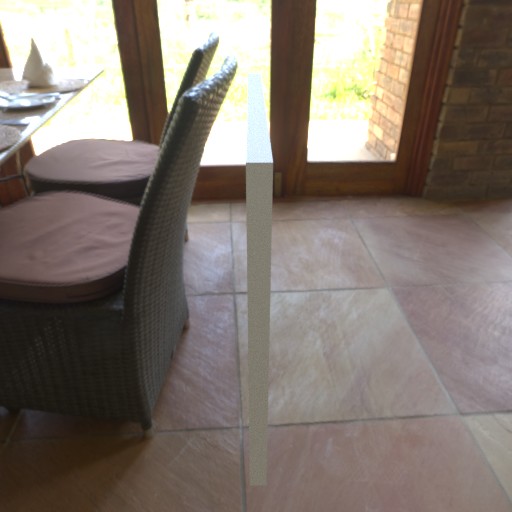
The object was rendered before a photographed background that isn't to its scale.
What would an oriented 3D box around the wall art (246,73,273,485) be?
[{"bbox_3d":[0.000,0.000,1.140,0.038,0.762,0.762,0,31,-1],"label":"wall art"}]
